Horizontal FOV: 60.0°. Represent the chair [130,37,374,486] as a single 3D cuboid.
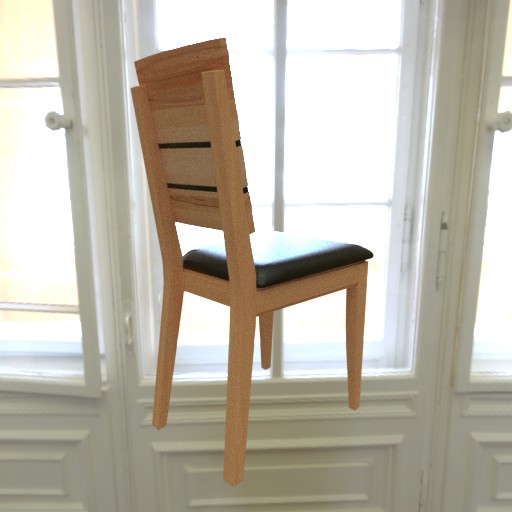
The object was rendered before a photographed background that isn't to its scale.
[{"bbox_3d":[0.000,0.000,1.172,0.410,0.940,0.520,12,17,43],"label":"chair"}]
